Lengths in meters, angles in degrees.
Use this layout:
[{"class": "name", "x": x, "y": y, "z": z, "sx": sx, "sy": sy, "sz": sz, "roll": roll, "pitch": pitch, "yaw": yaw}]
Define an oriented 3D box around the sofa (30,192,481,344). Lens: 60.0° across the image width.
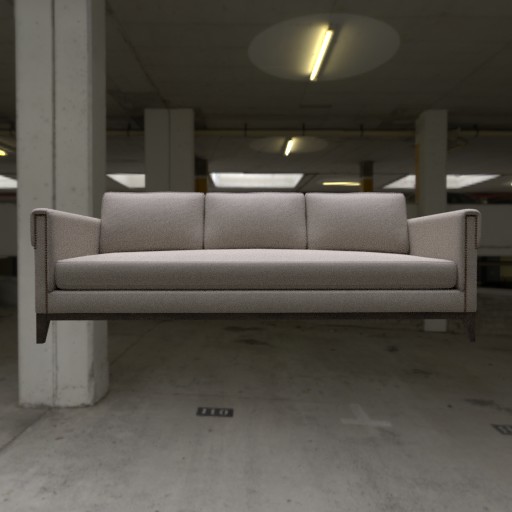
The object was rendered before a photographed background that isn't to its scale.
[{"class": "sofa", "x": 0.000, "y": 0.000, "z": 2.633, "sx": 2.210, "sy": 0.838, "sz": 0.959, "roll": 0, "pitch": 1, "yaw": -1}]
